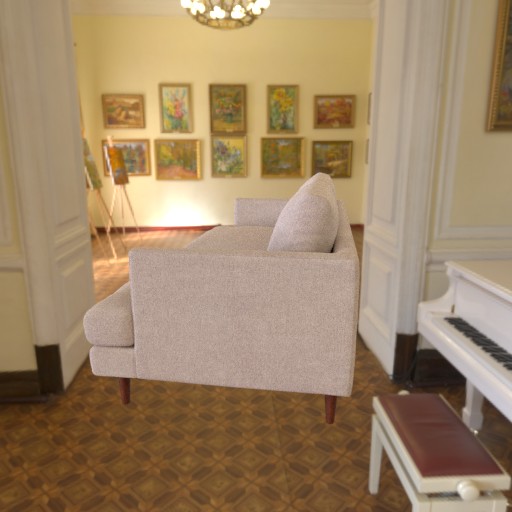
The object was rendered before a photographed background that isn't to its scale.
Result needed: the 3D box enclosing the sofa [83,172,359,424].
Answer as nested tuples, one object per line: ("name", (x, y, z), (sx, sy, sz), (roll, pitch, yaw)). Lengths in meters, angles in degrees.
("sofa", (0.000, 0.000, 2.517), (1.020, 0.868, 1.948), (2, 13, 9))
